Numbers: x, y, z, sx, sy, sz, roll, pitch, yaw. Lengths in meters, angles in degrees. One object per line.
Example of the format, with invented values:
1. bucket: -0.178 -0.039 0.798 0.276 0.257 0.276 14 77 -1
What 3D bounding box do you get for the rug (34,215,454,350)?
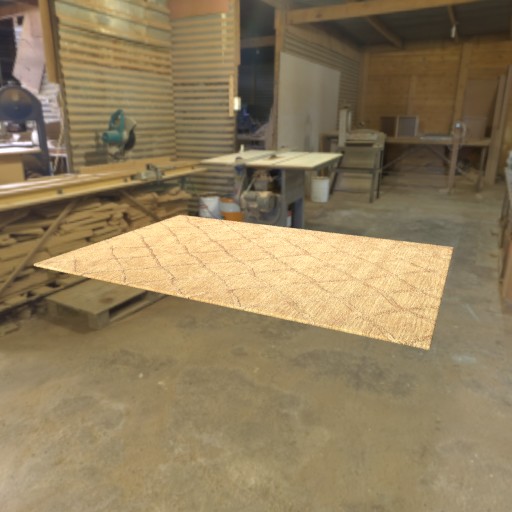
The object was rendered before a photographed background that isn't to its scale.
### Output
1. rug: 0.000 0.000 2.891 2.292 0.014 1.528 9 20 25
